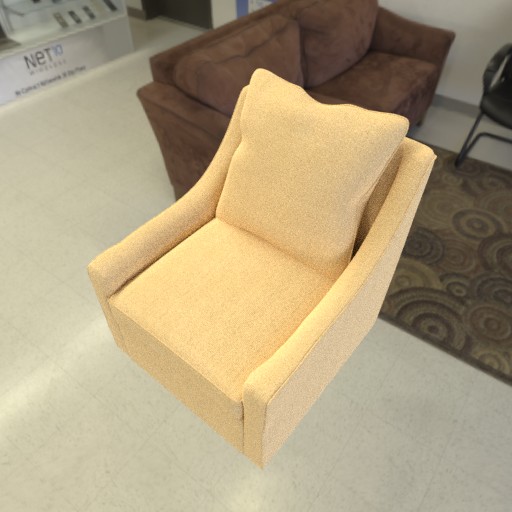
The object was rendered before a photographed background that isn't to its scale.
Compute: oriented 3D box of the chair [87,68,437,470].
[{"bbox_3d":[0.000,0.000,1.536,0.760,0.927,0.876,30,53,26],"label":"chair"}]
